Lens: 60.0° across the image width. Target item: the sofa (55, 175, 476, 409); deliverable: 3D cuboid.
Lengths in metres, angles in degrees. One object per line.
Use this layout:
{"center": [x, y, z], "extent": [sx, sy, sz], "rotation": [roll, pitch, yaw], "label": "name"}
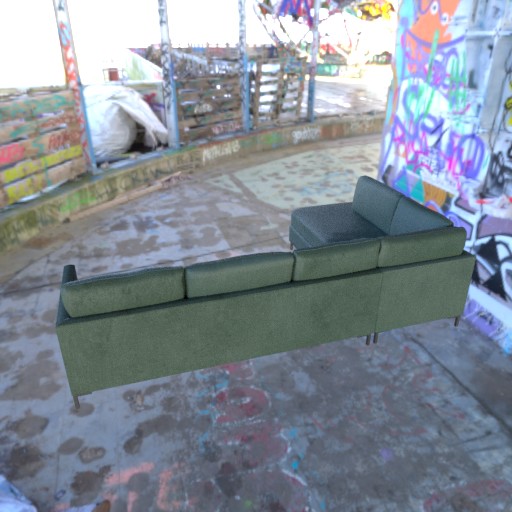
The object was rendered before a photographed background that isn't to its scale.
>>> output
{"center": [0.000, 0.000, 4.298], "extent": [3.384, 0.996, 2.048], "rotation": [-8, 27, -16], "label": "sofa"}
